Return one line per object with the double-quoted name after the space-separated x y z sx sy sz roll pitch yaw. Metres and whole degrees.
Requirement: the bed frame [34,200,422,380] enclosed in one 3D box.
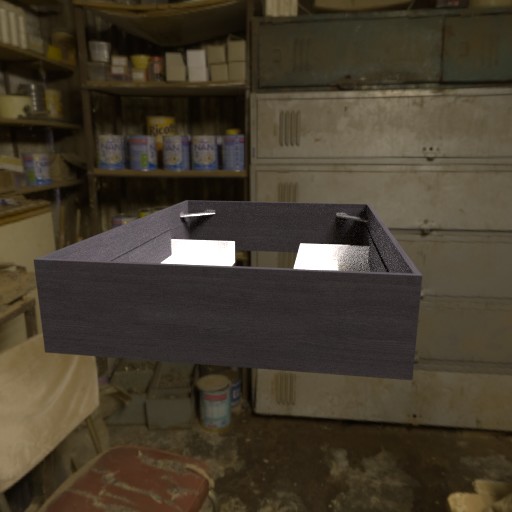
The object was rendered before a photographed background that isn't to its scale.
0.000 0.000 2.594 1.448 0.459 1.944 2 14 9 "bed frame"
